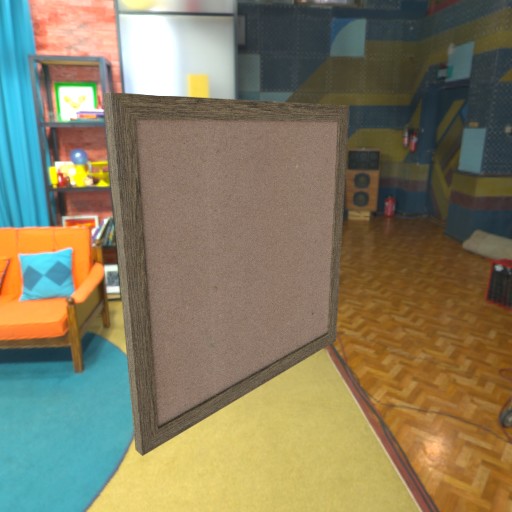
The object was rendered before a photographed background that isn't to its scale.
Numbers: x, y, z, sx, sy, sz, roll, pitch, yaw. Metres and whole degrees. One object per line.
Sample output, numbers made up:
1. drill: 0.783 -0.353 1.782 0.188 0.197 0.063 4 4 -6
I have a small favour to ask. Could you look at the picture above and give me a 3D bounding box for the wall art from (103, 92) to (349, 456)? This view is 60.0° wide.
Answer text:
1. wall art: 0.000 0.000 0.769 0.019 0.508 0.508 15 22 42
